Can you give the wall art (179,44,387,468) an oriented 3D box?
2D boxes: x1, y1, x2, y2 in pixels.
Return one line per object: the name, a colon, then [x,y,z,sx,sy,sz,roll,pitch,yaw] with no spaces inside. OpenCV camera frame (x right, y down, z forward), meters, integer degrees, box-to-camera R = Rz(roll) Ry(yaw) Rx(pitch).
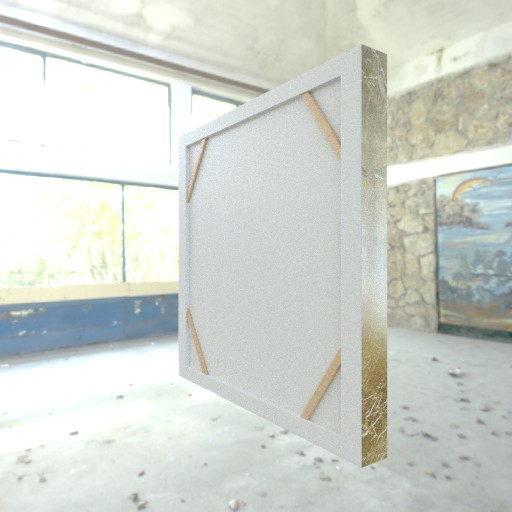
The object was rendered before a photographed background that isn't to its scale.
wall art: [0.000,0.000,0.601,0.038,0.407,0.405,0,0,-35]
